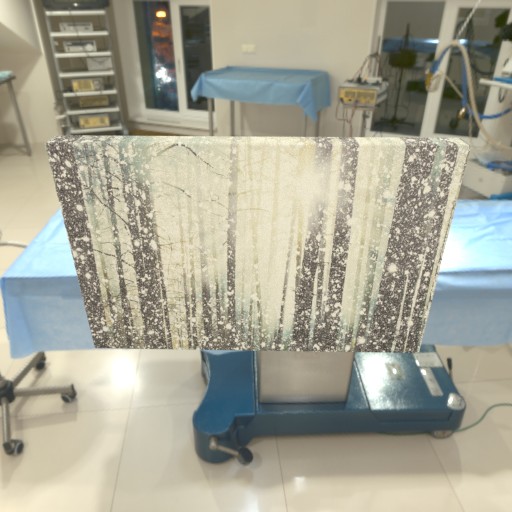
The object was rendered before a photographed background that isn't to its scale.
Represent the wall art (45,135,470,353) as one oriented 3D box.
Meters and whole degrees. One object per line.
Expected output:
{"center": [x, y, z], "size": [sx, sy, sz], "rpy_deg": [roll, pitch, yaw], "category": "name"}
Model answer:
{"center": [0.000, 0.000, 0.758], "size": [0.618, 0.398, 0.042], "rpy_deg": [1, 31, 1], "category": "wall art"}
